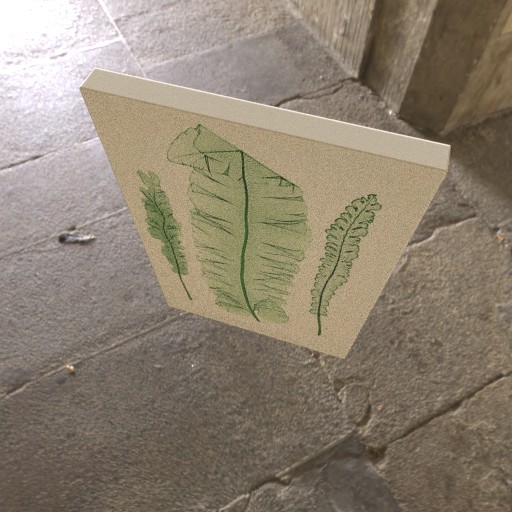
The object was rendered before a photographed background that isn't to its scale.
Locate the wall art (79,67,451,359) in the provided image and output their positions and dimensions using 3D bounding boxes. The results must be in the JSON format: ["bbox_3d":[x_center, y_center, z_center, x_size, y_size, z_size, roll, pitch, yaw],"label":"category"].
[{"bbox_3d":[0.000,0.000,0.751,0.418,0.608,0.038,15,60,9],"label":"wall art"}]
